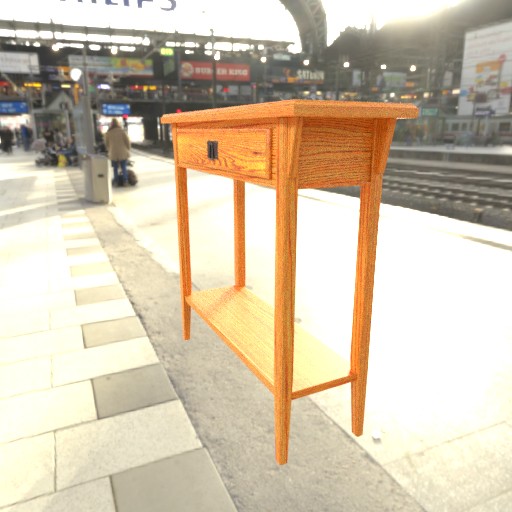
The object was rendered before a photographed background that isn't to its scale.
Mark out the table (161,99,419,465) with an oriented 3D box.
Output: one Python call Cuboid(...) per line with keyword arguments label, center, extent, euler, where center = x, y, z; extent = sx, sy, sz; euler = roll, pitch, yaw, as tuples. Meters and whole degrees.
Cuboid(label="table", center=(0.000, 0.000, 1.141), extent=(0.254, 0.711, 0.762), euler=(-8, 17, -25))
